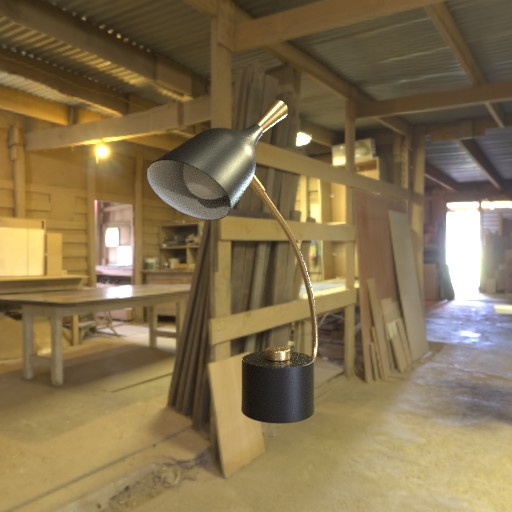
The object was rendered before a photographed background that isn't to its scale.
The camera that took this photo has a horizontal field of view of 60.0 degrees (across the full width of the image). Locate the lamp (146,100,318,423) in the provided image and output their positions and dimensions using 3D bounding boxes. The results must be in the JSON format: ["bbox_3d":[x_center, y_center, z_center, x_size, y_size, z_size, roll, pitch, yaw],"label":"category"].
[{"bbox_3d":[0.000,0.000,0.623,0.110,0.464,0.352,0,0,36],"label":"lamp"}]
